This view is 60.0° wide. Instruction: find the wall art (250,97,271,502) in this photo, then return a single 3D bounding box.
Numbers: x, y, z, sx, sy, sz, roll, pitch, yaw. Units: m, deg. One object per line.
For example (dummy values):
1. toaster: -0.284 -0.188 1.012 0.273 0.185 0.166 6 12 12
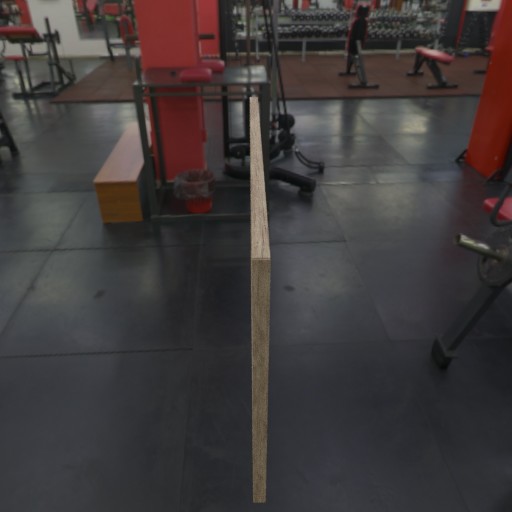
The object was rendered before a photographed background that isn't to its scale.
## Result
1. wall art: 0.000 0.000 0.940 0.021 0.480 0.780 0 32 -1
